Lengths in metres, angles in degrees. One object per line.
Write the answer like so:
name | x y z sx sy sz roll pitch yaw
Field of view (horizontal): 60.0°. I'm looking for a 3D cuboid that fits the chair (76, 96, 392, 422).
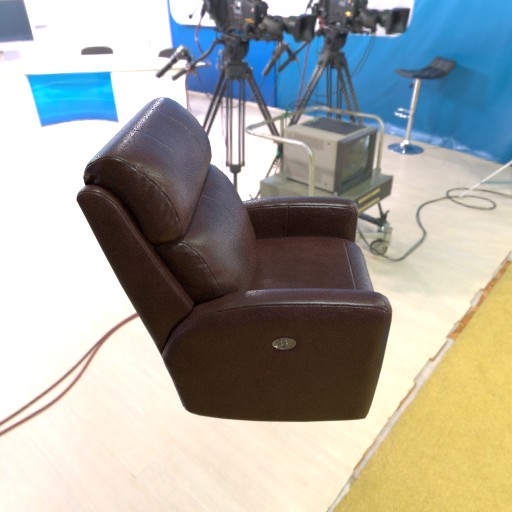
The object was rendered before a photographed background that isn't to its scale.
chair | 0.000 0.000 1.667 0.939 1.016 0.787 1 33 2
